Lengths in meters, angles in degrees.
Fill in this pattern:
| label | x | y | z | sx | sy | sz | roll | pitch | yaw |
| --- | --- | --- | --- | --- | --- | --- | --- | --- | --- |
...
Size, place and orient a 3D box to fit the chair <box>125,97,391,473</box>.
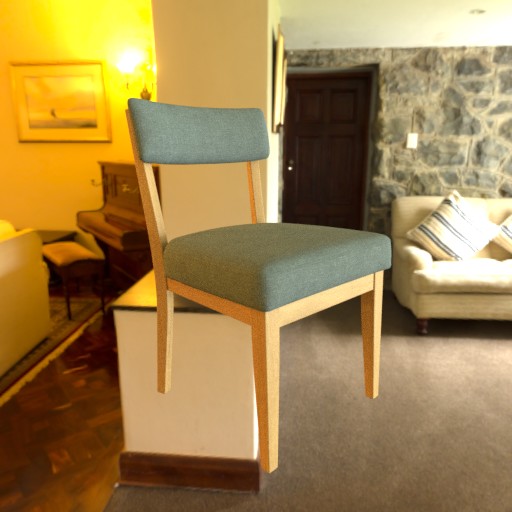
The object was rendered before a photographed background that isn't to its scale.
| label | x | y | z | sx | sy | sz | roll | pitch | yaw |
| --- | --- | --- | --- | --- | --- | --- | --- | --- | --- |
| chair | 0.000 | 0.000 | 1.229 | 0.508 | 0.832 | 0.572 | -13 | 19 | -43 |
